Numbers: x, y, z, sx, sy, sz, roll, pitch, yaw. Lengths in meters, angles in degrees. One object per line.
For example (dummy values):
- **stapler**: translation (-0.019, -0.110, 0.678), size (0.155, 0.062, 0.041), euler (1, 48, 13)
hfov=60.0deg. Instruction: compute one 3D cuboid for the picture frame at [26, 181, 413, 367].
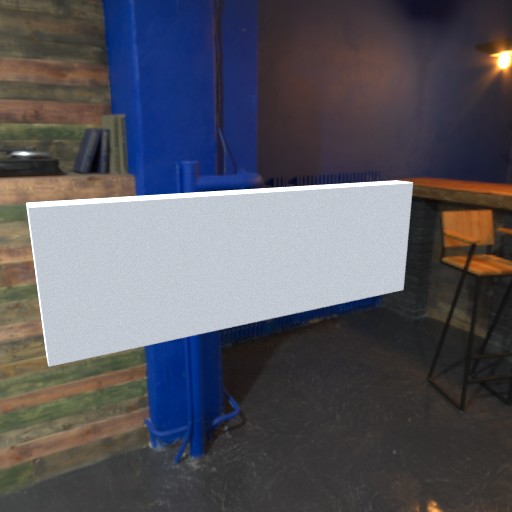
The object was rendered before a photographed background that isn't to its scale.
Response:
- **picture frame**: translation (0.000, 0.000, 0.853), size (0.759, 0.250, 0.050), euler (-8, 17, -27)
